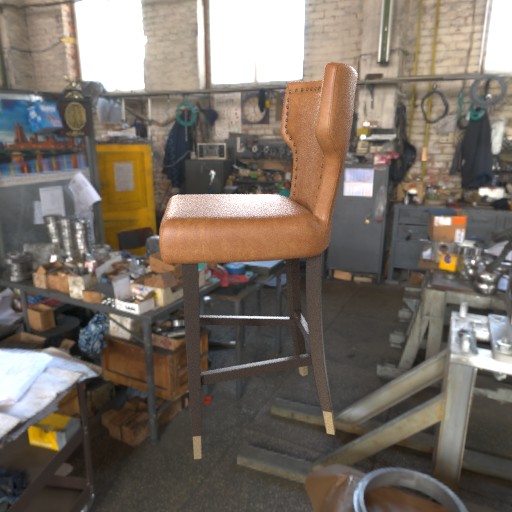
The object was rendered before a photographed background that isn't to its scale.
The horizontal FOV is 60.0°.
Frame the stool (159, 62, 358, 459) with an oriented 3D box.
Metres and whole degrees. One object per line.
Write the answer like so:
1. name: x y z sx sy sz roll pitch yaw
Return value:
1. stool: 0.000 0.000 1.416 0.563 1.092 0.526 -2 15 -8
